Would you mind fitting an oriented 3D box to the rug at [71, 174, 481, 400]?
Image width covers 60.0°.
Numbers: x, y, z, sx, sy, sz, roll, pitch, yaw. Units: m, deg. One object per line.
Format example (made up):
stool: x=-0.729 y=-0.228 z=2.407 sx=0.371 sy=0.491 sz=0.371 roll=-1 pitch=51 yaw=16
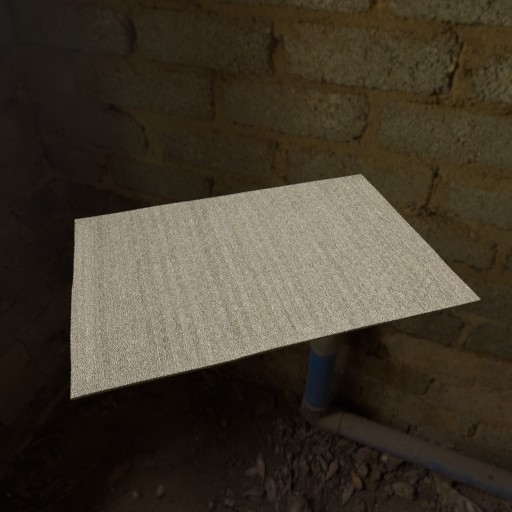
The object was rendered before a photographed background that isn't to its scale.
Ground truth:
rug: x=0.000 y=0.000 z=2.905 sx=2.297 sy=0.018 sz=1.532 roll=-11 pitch=41 yaw=-13
